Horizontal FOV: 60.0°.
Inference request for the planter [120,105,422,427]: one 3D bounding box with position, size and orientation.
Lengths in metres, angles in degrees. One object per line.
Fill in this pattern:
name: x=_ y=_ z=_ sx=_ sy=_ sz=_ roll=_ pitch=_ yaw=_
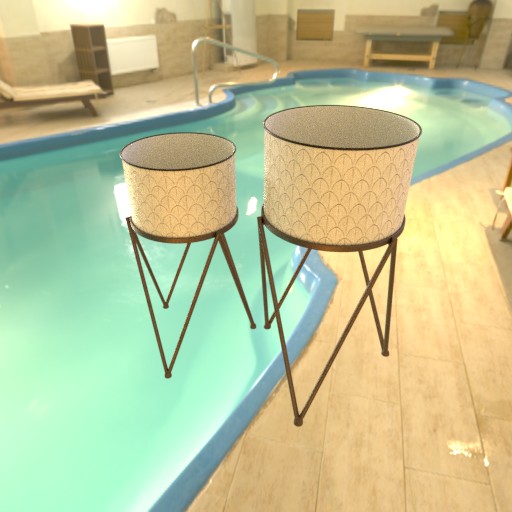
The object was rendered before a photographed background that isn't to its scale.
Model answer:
planter: x=0.000 y=0.000 z=1.165 sx=0.769 sy=0.712 sz=0.413 roll=10 pitch=33 yaw=16
